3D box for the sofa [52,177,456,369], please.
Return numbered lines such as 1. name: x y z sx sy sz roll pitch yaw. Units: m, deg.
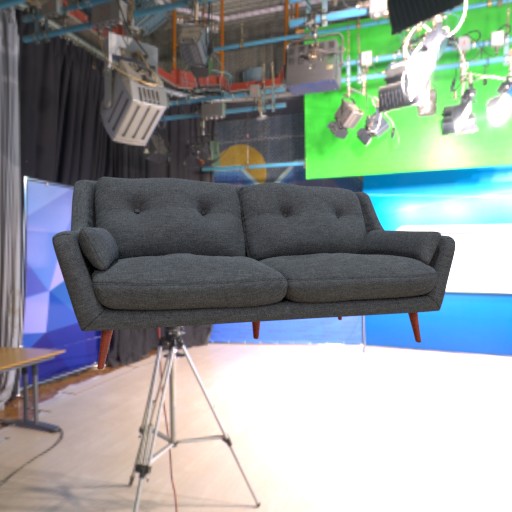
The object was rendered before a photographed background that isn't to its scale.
1. sofa: 0.000 0.000 2.395 1.929 0.896 0.975 0 1 -19
